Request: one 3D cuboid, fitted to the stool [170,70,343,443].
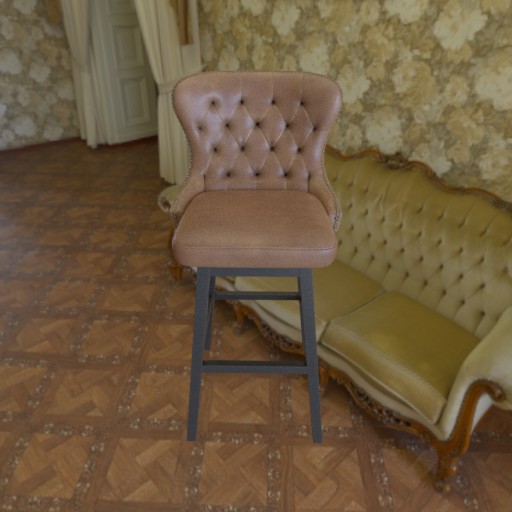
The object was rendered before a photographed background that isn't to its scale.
[{"bbox_3d":[0.000,0.000,1.437,0.528,1.050,0.601,0,30,1],"label":"stool"}]
